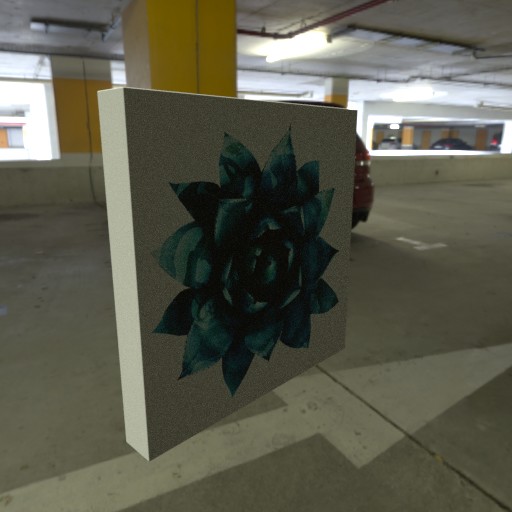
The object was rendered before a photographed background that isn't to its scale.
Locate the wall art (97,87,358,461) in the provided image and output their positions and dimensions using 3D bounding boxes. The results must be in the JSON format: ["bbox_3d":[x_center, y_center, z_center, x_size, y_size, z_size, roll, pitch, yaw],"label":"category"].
[{"bbox_3d":[0.000,0.000,0.464,0.038,0.305,0.305,13,19,42],"label":"wall art"}]
